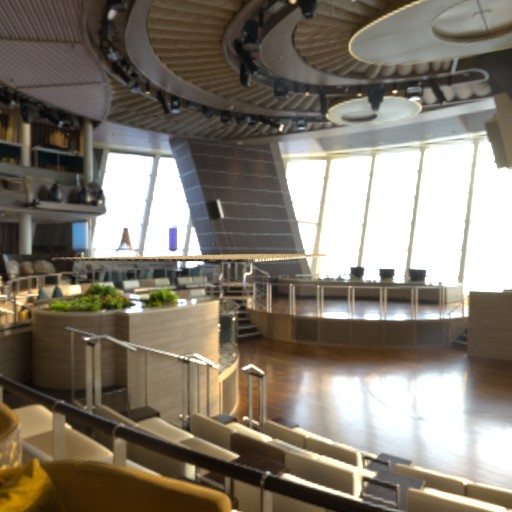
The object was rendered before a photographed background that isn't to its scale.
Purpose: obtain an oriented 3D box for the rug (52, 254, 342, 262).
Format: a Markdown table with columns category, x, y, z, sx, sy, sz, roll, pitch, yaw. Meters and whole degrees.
| category | x | y | z | sx | sy | sz | roll | pitch | yaw |
| --- | --- | --- | --- | --- | --- | --- | --- | --- | --- |
| rug | 0.000 | 0.000 | 2.398 | 0.686 | 0.008 | 2.286 | 0 | 1 | 17 |
